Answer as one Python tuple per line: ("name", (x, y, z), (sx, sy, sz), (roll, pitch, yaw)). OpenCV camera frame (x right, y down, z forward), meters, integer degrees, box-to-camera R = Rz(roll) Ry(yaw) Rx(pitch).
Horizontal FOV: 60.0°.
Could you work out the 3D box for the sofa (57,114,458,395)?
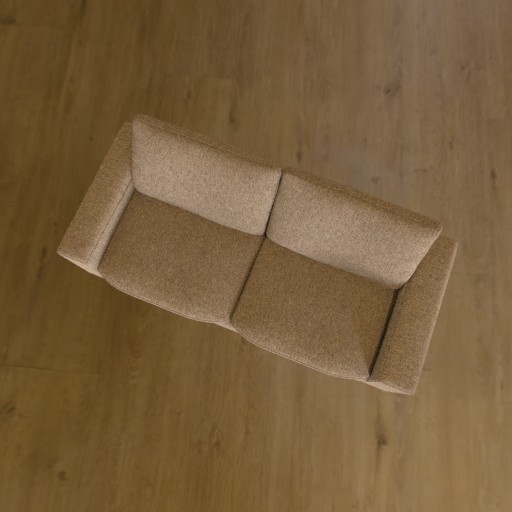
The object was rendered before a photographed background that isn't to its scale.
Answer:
("sofa", (0.000, 0.000, 2.824), (2.299, 0.922, 1.040), (21, 76, 5))
